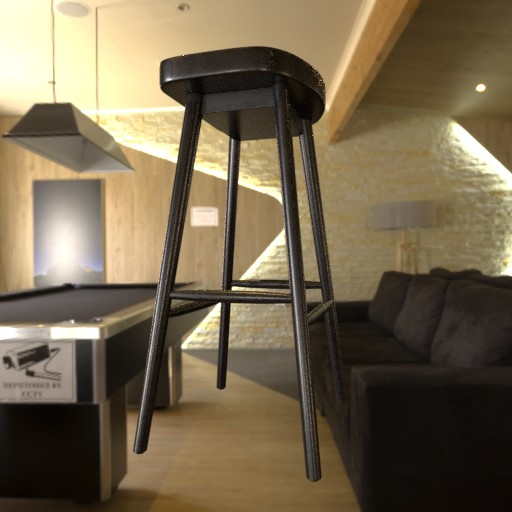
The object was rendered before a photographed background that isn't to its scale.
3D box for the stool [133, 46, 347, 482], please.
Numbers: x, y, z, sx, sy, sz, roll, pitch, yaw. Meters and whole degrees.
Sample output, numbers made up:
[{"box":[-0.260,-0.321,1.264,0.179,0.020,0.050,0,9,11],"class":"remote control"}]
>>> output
[{"box":[0.000,0.000,0.991,0.361,0.749,0.440,0,1,17],"class":"stool"}]
